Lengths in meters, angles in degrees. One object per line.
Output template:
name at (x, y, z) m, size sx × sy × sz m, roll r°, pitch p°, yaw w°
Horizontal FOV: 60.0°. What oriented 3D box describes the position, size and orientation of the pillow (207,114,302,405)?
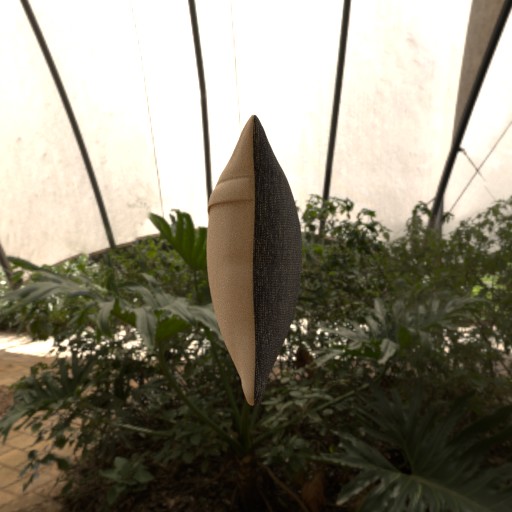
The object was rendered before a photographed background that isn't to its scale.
pillow at (0.000, 0.000, 0.747) m, size 0.148 × 0.307 × 0.604 m, roll 0°, pitch 1°, yaw 0°
